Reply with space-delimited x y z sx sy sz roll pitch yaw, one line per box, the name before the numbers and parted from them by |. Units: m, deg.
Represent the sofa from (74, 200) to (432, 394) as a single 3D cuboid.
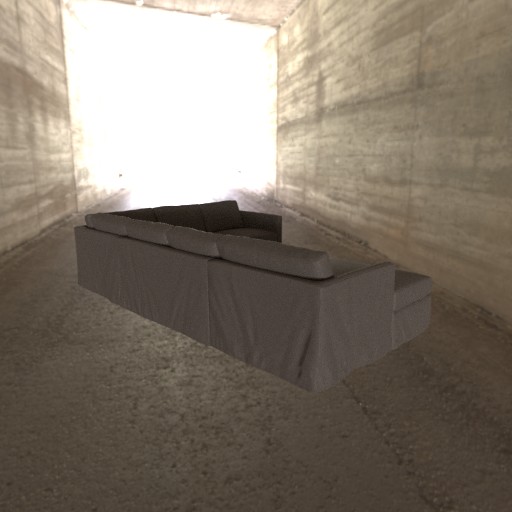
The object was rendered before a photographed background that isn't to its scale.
sofa | 0.000 0.000 4.710 3.528 0.878 2.476 12 17 43
